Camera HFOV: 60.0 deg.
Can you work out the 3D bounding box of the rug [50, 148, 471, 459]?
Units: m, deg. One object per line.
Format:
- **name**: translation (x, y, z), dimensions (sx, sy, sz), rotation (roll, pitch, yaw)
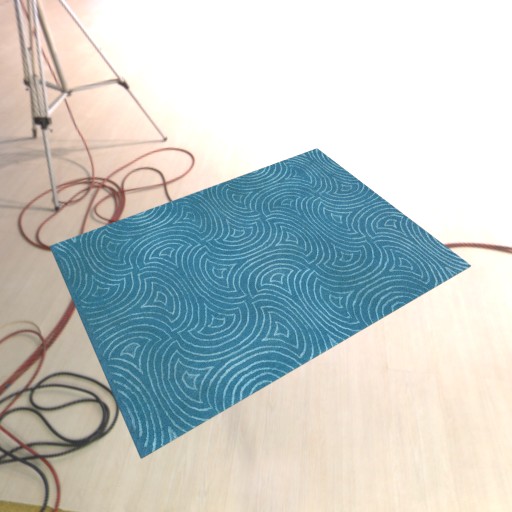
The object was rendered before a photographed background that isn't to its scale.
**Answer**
- **rug**: translation (0.000, 0.000, 2.771), dimensions (2.144, 0.015, 1.543), rotation (-24, 51, -22)
